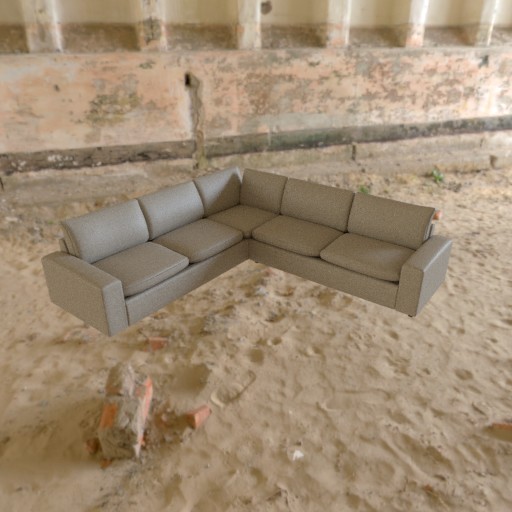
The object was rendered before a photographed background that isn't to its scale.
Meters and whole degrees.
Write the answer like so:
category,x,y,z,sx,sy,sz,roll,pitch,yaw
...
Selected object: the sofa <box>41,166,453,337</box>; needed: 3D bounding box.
category,x,y,z,sx,sy,sz,roll,pitch,yaw
sofa,0.000,0.000,4.086,2.742,0.800,2.622,19,32,33
